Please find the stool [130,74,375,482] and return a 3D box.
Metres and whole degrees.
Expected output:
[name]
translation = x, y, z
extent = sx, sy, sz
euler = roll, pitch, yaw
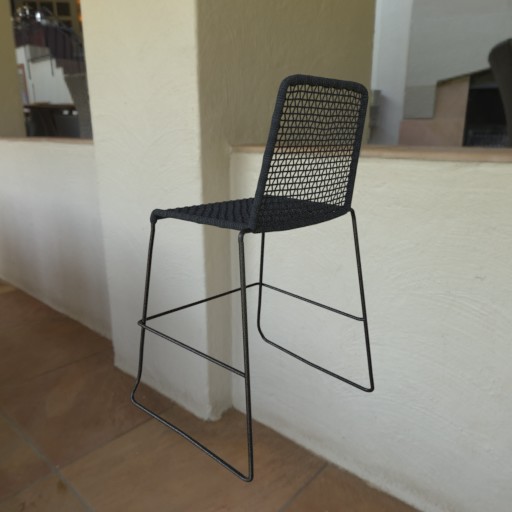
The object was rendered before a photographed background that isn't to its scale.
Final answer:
[stool]
translation = 0.000, 0.000, 1.255
extent = 0.590, 0.905, 0.509
euler = -15, 21, -43
